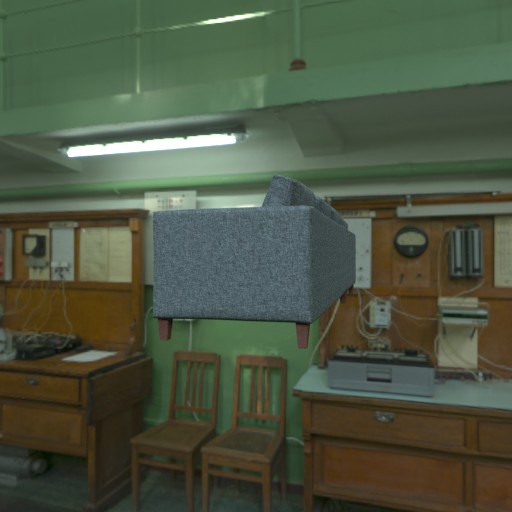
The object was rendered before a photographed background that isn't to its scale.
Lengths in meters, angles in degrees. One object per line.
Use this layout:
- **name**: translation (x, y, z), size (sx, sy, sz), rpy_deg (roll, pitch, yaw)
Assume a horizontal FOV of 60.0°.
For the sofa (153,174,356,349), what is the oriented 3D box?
- **sofa**: translation (0.000, 0.000, 4.152), size (1.635, 0.960, 3.485), rpy_deg (0, 0, 16)
